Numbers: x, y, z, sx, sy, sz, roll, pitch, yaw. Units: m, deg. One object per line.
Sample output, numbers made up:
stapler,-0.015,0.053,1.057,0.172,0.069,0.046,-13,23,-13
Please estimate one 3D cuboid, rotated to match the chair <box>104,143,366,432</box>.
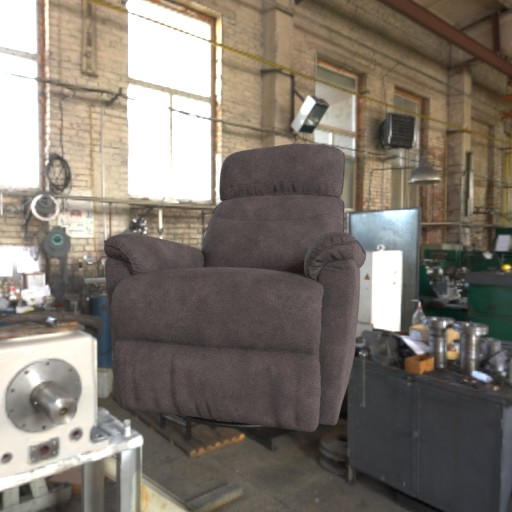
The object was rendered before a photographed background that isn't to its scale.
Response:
chair,0.000,0.000,1.726,0.830,1.035,1.009,0,2,17
